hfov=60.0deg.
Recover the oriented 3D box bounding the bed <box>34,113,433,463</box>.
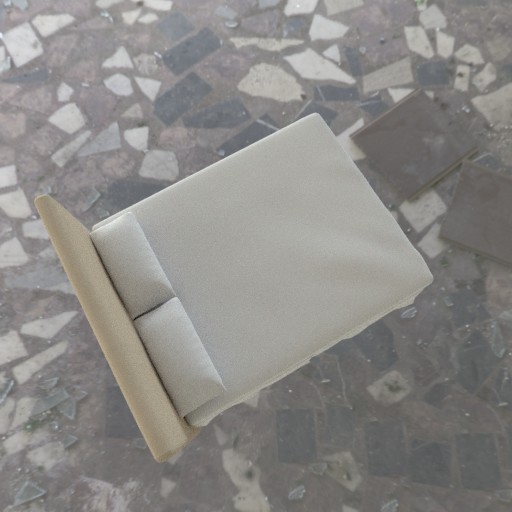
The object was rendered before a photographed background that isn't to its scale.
[{"bbox_3d":[0.000,0.000,3.157,2.142,1.330,1.723,-29,76,-8],"label":"bed"}]
